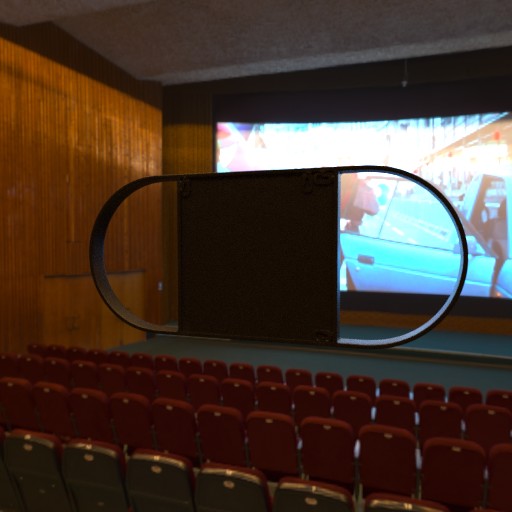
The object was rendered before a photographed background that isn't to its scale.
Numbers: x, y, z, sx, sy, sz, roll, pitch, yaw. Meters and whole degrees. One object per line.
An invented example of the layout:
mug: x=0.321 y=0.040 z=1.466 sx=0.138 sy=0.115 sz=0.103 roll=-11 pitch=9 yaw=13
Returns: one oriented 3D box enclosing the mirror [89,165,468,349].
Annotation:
mirror: x=0.000 y=0.000 z=0.674 sx=0.584 sy=0.254 sz=0.032 roll=1 pitch=2 yaw=18
